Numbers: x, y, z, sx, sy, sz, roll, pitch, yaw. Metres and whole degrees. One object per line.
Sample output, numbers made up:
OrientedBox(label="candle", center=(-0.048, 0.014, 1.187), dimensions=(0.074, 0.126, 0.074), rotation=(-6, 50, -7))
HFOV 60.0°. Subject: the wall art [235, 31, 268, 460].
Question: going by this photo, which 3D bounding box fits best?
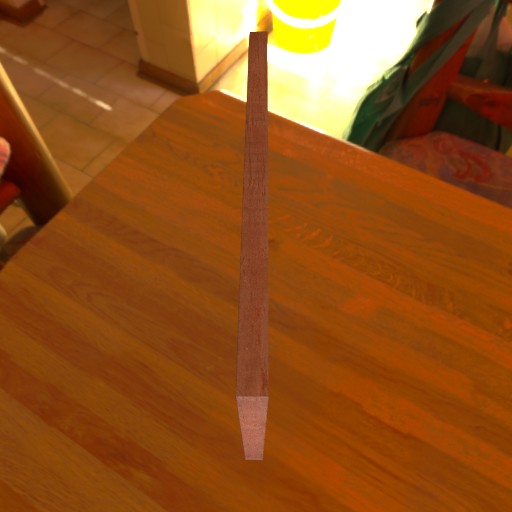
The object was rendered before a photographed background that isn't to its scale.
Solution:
OrientedBox(label="wall art", center=(0.000, 0.000, 1.714), dimensions=(0.070, 1.009, 1.320), rotation=(1, 58, 0))
